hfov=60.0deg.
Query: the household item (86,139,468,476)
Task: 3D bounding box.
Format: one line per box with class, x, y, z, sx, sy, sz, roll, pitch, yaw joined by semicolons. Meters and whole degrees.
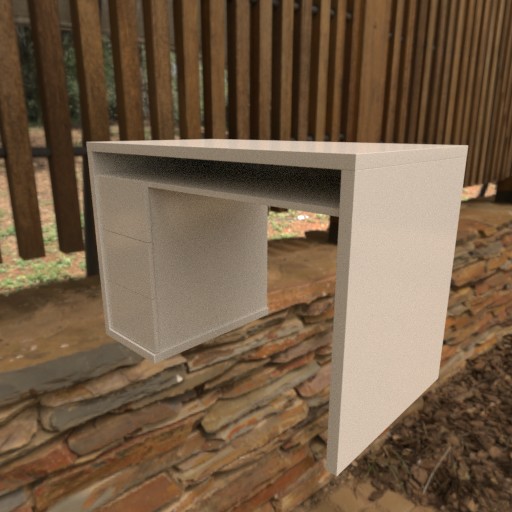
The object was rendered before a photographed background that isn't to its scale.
household item;0.000;0.000;1.521;1.100;0.749;0.597;15;22;42
